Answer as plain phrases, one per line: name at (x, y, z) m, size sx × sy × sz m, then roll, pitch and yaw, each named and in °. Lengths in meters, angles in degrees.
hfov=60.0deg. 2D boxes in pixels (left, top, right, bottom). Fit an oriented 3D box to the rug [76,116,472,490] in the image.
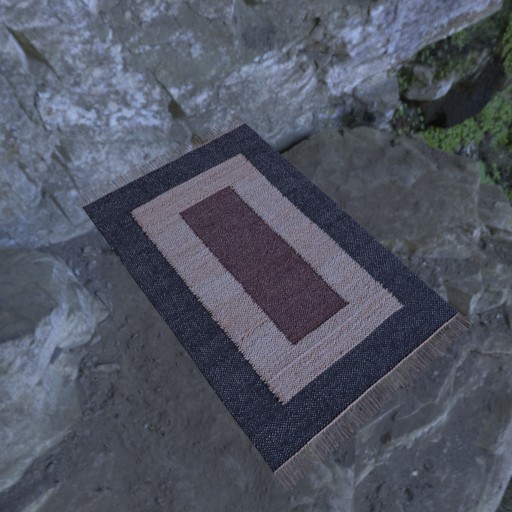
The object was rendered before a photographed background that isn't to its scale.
rug at (0.000, 0.000, 2.465) m, size 1.224 × 0.027 × 2.021 m, roll -33°, pitch 63°, yaw -19°
